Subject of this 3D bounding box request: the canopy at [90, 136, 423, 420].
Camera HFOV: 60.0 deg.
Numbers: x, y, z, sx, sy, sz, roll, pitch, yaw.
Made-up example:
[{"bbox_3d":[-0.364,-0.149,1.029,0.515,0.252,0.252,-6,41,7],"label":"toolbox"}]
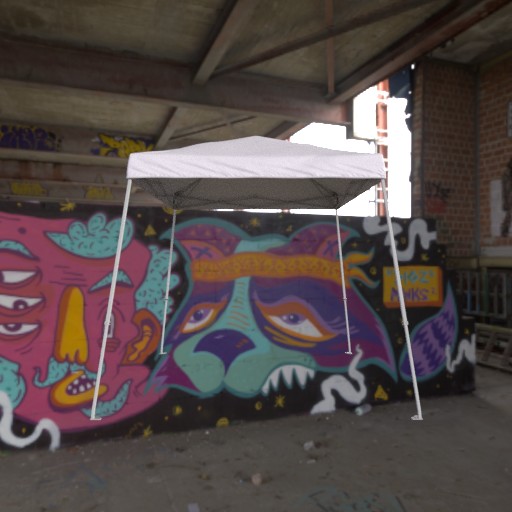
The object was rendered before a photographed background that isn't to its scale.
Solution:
[{"bbox_3d":[0.000,0.000,5.239,2.850,2.850,2.849,0,-1,0],"label":"canopy"}]
